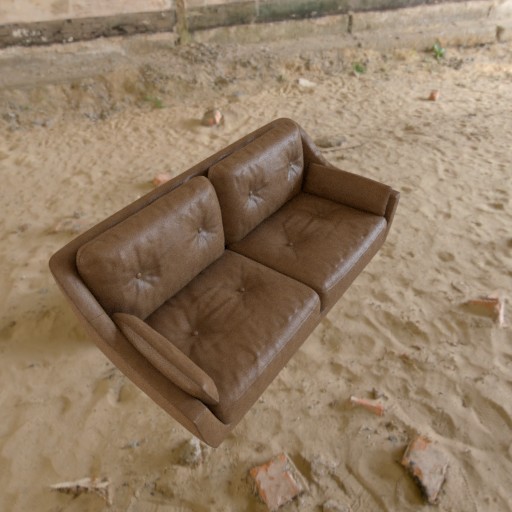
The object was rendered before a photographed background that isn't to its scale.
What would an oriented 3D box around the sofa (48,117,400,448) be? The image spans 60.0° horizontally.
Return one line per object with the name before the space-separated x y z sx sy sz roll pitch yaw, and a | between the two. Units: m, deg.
sofa | 0.000 0.000 2.409 0.904 0.839 1.902 25 47 27
